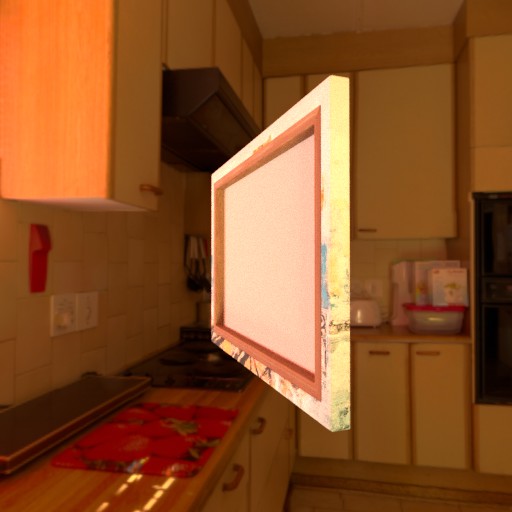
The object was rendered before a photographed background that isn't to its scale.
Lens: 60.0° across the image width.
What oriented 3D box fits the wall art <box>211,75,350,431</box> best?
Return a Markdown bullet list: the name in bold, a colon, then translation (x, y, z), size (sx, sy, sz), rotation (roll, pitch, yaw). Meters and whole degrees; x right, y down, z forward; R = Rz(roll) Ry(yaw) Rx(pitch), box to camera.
- **wall art**: translation (0.000, 0.000, 1.192), size (0.038, 0.609, 0.913), rotation (0, -1, -19)
